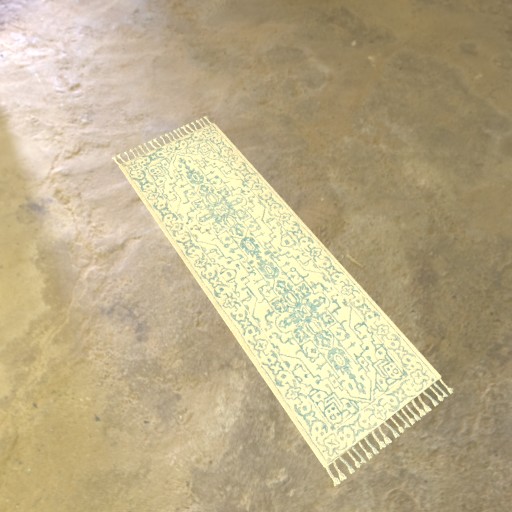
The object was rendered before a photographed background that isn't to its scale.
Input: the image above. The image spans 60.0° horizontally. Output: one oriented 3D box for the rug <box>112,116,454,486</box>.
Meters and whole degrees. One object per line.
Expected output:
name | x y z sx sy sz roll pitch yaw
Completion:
rug | 0.000 0.000 2.651 0.774 0.011 2.449 -30 63 -17
